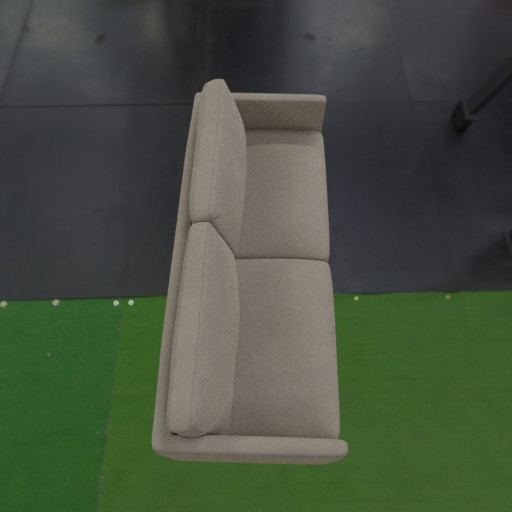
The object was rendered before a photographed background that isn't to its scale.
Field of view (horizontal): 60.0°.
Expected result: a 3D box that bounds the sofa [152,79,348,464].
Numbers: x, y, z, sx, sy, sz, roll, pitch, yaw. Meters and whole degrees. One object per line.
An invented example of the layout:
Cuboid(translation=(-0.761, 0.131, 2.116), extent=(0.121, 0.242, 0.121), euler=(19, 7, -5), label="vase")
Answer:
Cuboid(translation=(0.000, 0.000, 2.863), extent=(0.988, 0.912, 2.404), euler=(1, 63, 1), label="sofa")
